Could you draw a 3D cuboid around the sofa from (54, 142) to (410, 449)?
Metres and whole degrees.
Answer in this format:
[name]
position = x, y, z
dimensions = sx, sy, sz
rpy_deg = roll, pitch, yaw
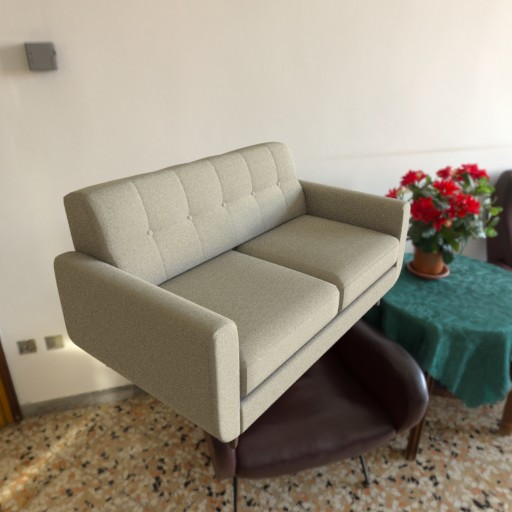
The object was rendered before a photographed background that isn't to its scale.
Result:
[sofa]
position = 0.000, 0.000, 2.250
dimensions = 0.980, 0.892, 1.655
rpy_deg = 18, 31, 34
